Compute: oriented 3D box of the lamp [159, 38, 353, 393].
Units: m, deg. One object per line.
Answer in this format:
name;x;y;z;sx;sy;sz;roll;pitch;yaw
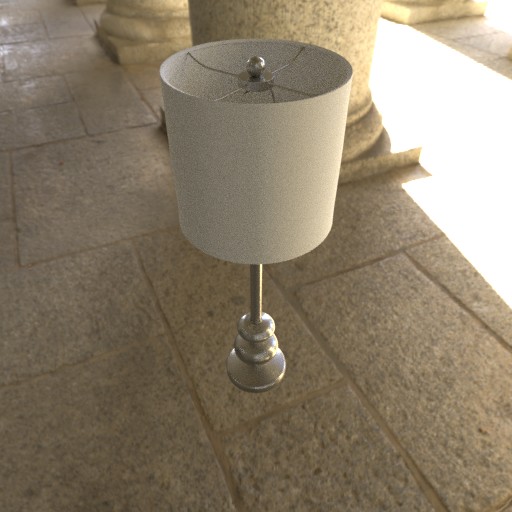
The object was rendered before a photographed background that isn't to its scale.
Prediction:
lamp;0.000;0.000;0.804;0.254;0.690;0.254;26;47;26
